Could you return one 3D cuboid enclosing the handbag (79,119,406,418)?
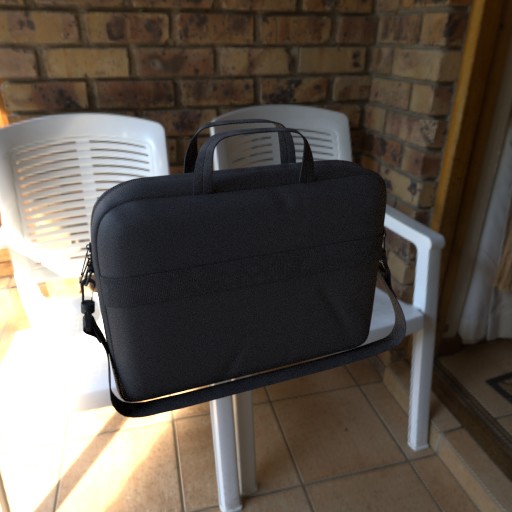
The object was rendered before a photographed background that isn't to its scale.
[{"bbox_3d":[0.000,0.000,0.418,0.320,0.244,0.089,-9,28,-18],"label":"handbag"}]
